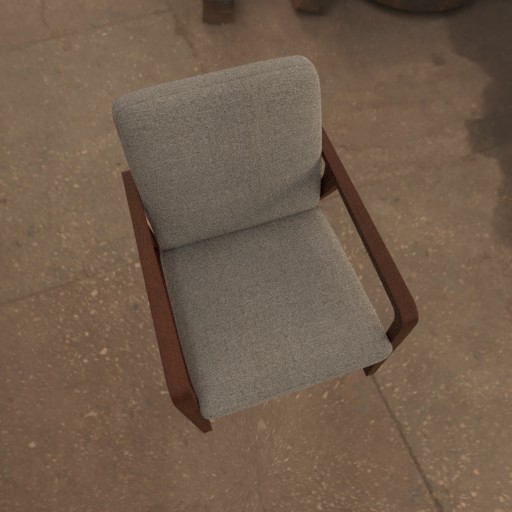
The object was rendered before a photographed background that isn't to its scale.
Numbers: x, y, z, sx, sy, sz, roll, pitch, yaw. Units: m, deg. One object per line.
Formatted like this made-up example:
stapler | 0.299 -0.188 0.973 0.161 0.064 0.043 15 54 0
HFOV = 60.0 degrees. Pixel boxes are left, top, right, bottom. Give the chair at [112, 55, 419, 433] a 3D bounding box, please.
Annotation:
chair | 0.000 0.000 1.439 0.704 0.847 0.858 -16 64 -8
